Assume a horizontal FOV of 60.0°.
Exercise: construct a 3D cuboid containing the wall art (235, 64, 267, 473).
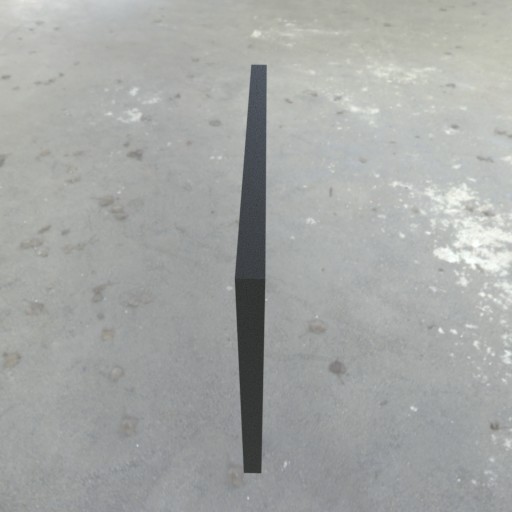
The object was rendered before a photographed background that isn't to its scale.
[{"bbox_3d":[0.000,0.000,0.778,0.029,0.457,0.558,1,43,1],"label":"wall art"}]
